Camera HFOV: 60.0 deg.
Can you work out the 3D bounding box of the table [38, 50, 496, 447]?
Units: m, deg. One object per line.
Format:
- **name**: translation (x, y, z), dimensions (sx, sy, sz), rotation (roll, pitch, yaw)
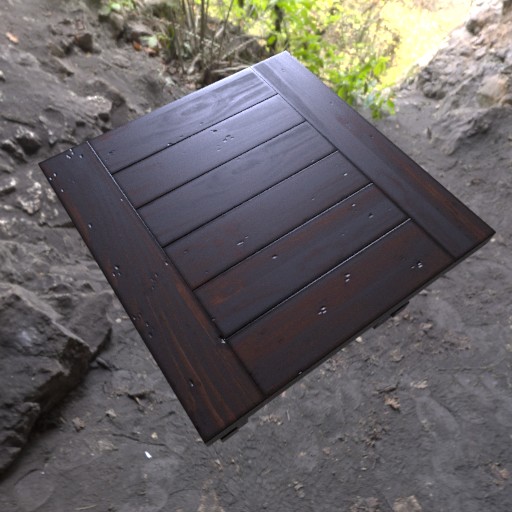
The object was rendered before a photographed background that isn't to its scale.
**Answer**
- **table**: translation (0.000, 0.000, 0.993), dimensions (0.593, 0.437, 0.606), rotation (-31, 65, -17)
